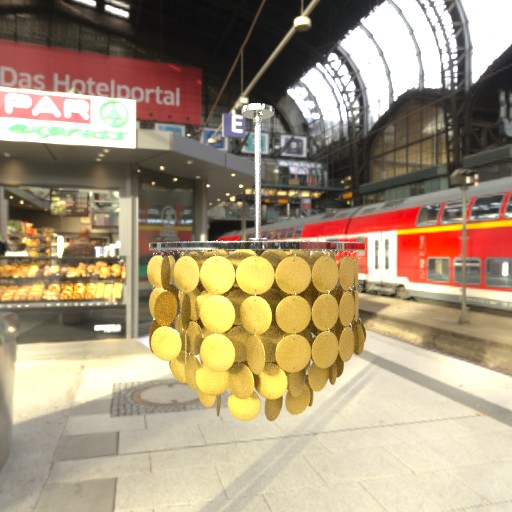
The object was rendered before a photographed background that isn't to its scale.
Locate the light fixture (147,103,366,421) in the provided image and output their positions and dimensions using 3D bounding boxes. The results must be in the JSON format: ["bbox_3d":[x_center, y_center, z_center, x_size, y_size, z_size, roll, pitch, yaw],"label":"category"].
[{"bbox_3d":[0.000,0.000,0.748,0.368,0.492,0.368,0,0,0],"label":"light fixture"}]
